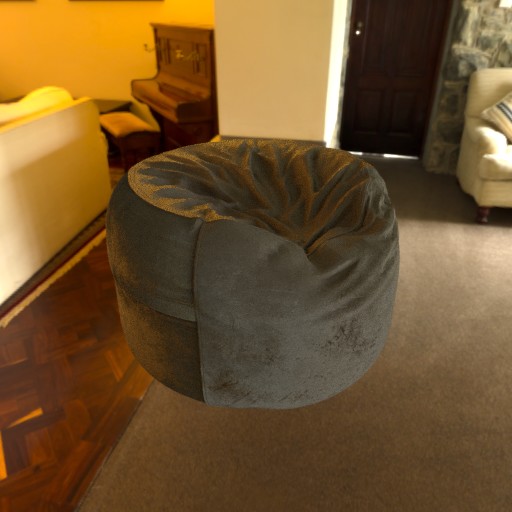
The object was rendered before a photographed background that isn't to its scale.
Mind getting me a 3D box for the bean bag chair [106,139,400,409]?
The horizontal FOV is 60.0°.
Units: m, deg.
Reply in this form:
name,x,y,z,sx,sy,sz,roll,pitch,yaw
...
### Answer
name,x,y,z,sx,sy,sz,roll,pitch,yaw
bean bag chair,0.000,0.000,1.466,0.918,0.605,0.918,0,29,0
